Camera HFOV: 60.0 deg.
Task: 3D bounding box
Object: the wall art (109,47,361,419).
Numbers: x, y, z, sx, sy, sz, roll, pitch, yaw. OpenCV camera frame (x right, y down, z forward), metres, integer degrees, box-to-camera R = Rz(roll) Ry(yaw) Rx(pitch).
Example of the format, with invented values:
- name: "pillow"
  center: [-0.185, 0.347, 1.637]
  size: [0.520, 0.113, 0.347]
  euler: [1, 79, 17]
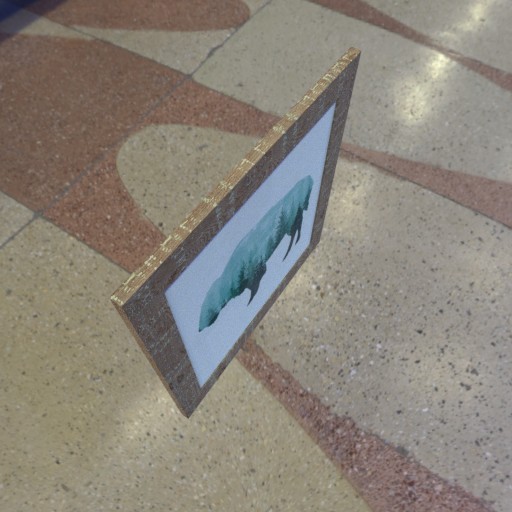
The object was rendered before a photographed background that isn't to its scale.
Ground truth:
- name: "wall art"
  center: [0.000, 0.000, 0.574]
  size: [0.022, 0.380, 0.380]
  euler: [30, 63, 18]
